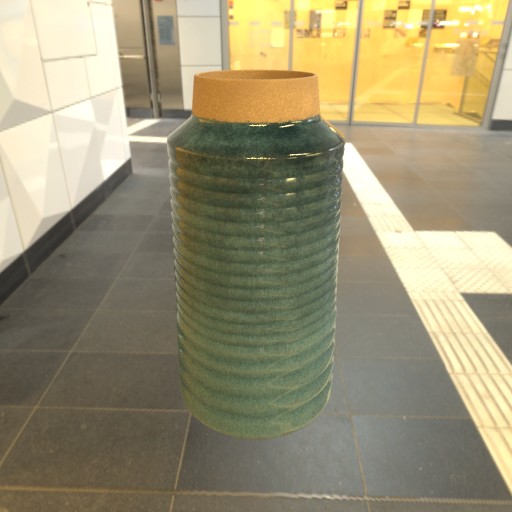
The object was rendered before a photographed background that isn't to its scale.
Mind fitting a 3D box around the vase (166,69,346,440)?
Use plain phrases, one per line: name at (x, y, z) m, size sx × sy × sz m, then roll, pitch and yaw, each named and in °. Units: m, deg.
vase at (0.000, 0.000, 0.414) m, size 0.163 × 0.316 × 0.163 m, roll 0°, pitch 27°, yaw 0°
